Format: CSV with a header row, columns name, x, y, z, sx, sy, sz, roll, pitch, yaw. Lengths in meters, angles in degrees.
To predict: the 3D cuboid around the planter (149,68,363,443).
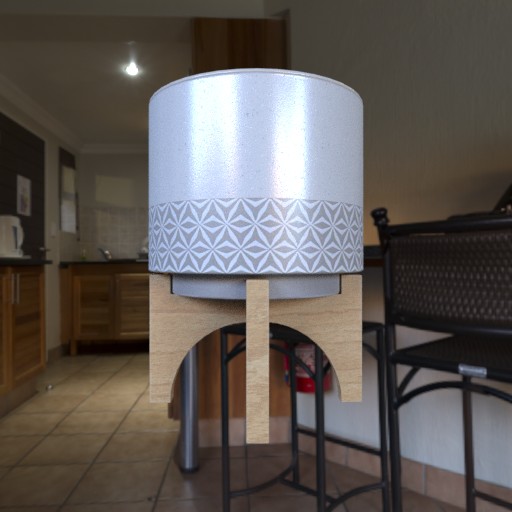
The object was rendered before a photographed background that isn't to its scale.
name,x,y,z,sx,sy,sz,roll,pitch,yaw
planter,0.000,0.000,0.528,0.249,0.343,0.249,0,0,0
